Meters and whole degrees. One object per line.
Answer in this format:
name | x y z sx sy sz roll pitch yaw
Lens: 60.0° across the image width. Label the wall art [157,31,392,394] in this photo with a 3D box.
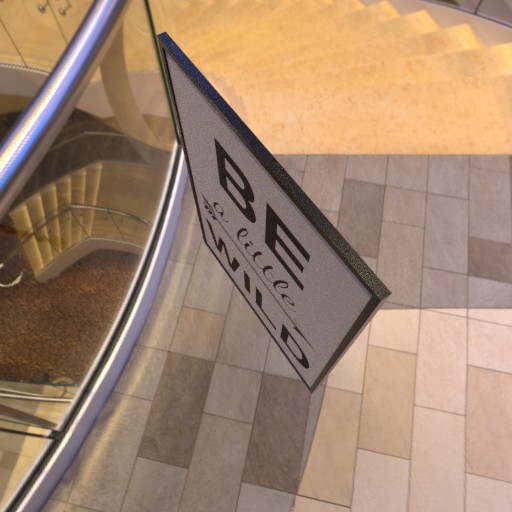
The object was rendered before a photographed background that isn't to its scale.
wall art | 0.000 0.000 0.762 0.013 0.582 0.442 -31 68 -14
